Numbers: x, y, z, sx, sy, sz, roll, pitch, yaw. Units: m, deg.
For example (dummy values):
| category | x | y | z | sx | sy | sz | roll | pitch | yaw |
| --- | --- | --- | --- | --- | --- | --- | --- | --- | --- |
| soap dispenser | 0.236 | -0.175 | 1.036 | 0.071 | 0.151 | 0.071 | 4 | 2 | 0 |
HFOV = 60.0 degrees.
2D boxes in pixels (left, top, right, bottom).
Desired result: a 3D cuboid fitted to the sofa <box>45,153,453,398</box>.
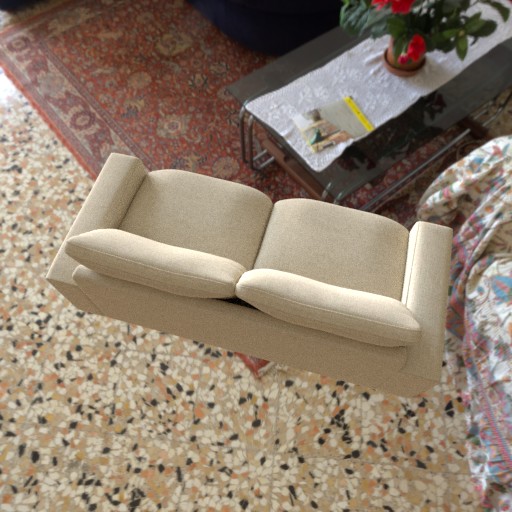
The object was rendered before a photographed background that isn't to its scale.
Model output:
| category | x | y | z | sx | sy | sz | roll | pitch | yaw |
| --- | --- | --- | --- | --- | --- | --- | --- | --- | --- |
| sofa | 0.000 | 0.000 | 2.779 | 2.299 | 0.922 | 1.040 | 14 | 64 | 7 |
